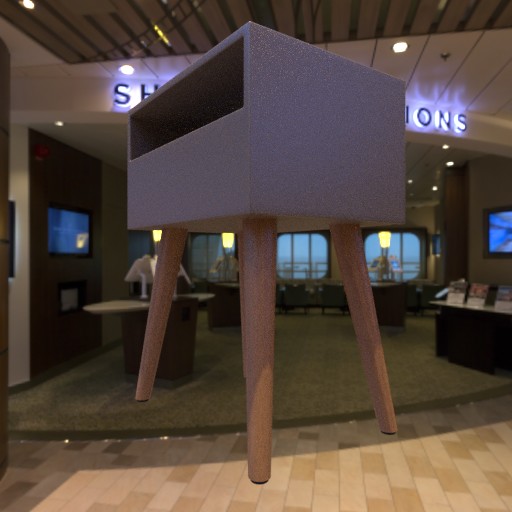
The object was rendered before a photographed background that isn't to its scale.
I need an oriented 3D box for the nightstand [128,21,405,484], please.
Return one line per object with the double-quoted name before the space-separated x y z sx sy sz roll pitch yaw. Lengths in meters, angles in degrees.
"nightstand" 0.000 0.000 0.712 0.288 0.508 0.370 0 0 -36
